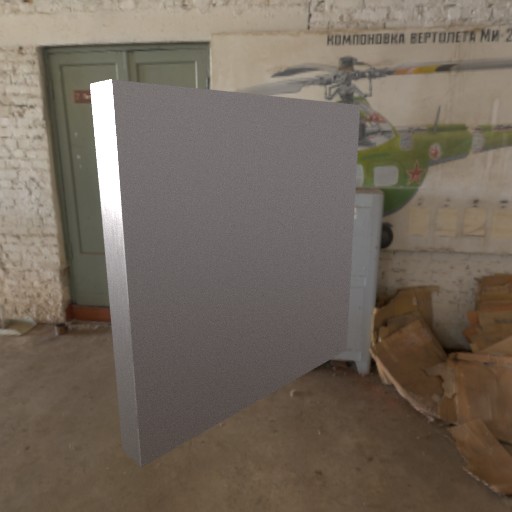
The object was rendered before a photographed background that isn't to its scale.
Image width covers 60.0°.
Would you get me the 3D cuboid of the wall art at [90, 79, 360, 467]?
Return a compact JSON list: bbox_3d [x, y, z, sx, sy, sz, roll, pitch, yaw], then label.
[{"bbox_3d":[0.000,0.000,0.515,0.038,0.350,0.350,14,20,43],"label":"wall art"}]
